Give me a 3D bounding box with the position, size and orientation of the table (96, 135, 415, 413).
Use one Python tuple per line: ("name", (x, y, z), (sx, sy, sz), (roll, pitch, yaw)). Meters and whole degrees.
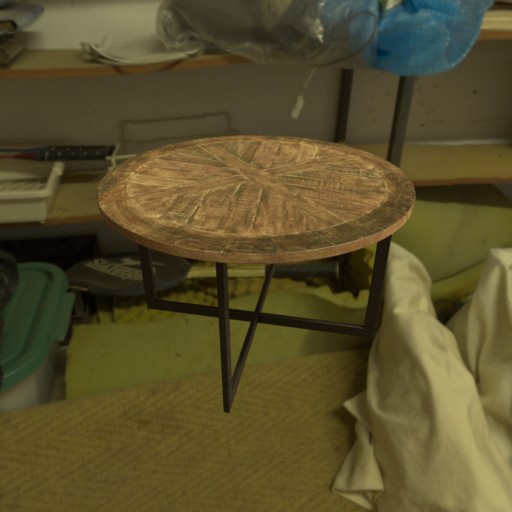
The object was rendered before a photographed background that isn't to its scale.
("table", (0.000, 0.000, 2.030), (1.264, 0.762, 1.264), (0, 31, 0))
